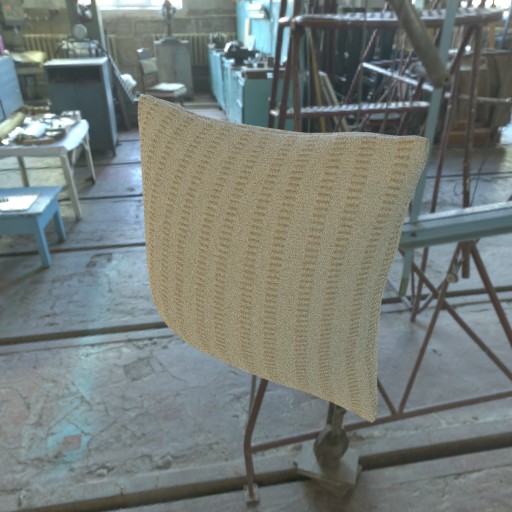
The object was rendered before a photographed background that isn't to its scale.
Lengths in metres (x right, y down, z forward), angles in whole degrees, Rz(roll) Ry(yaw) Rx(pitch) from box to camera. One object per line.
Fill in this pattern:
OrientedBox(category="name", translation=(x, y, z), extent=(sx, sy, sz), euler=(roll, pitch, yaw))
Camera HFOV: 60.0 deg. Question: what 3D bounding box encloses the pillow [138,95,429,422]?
OrientedBox(category="pillow", translation=(0.000, 0.000, 0.662), extent=(0.438, 0.419, 0.247), euler=(19, 35, 30))
